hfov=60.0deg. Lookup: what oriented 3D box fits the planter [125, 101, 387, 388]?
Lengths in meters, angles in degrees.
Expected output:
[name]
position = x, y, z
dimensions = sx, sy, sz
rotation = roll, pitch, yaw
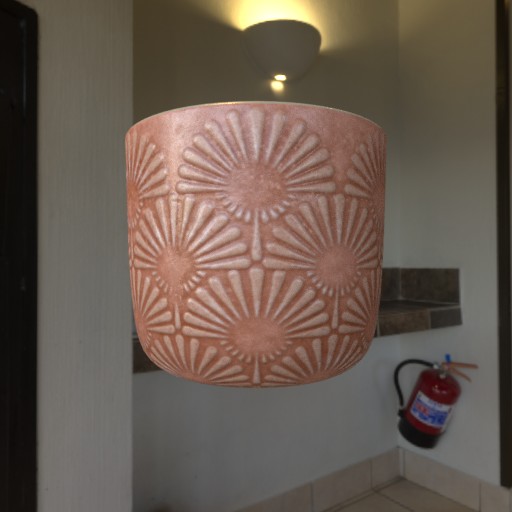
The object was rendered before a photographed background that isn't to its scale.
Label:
[planter]
position = 0.000, 0.000, 0.218
dimensions = 0.124, 0.109, 0.124
rotation = 0, -1, 0
